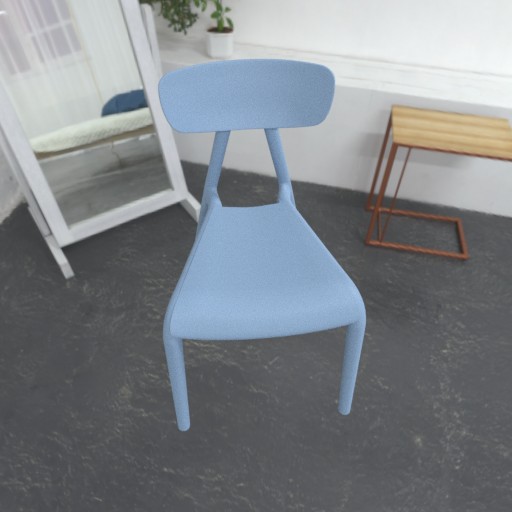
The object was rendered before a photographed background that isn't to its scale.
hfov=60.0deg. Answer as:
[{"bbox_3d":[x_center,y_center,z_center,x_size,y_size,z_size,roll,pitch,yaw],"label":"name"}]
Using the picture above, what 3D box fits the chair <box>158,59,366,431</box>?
[{"bbox_3d":[0.000,0.000,0.831,0.356,0.580,0.401,-4,47,-4],"label":"chair"}]
